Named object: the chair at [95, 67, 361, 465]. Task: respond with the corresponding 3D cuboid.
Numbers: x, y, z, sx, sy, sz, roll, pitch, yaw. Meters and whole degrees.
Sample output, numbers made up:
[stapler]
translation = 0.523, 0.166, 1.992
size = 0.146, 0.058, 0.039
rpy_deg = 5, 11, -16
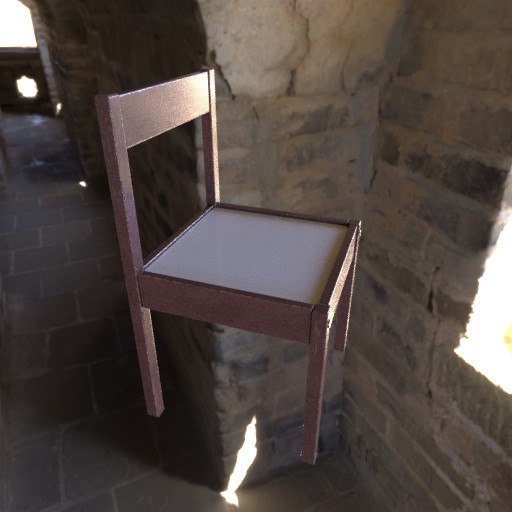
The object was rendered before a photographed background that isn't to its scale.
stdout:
[chair]
translation = 0.000, 0.000, 0.690
size = 0.285, 0.505, 0.285
rpy_deg = 10, 31, 17
